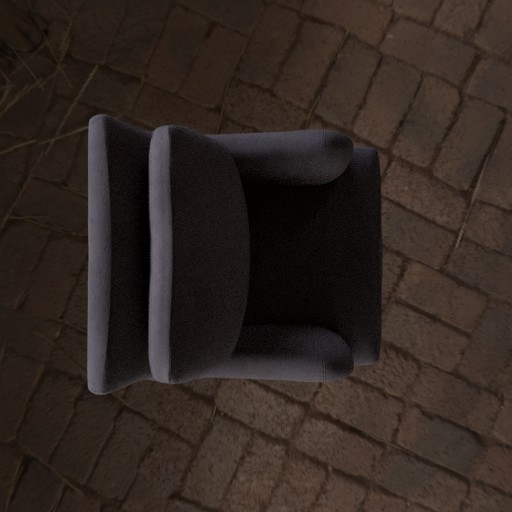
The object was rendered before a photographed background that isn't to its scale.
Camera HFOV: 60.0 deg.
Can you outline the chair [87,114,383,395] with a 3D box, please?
[{"bbox_3d":[0.000,0.000,1.827,1.070,0.997,0.955,0,89,-1],"label":"chair"}]
